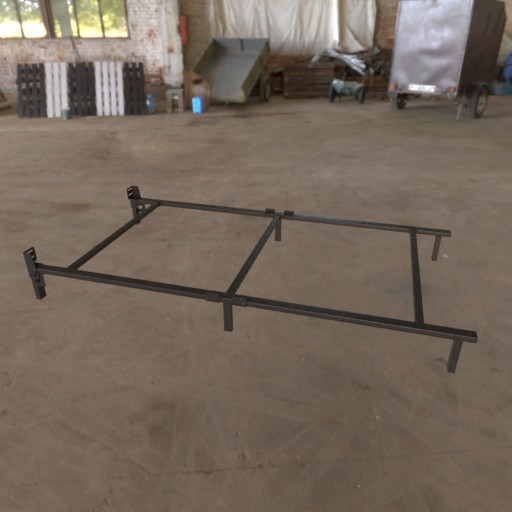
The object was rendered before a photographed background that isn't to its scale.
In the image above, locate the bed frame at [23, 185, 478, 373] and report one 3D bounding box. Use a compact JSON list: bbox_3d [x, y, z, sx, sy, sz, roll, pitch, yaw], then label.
[{"bbox_3d":[0.000,0.000,2.220,1.897,0.248,0.968,8,29,14],"label":"bed frame"}]
